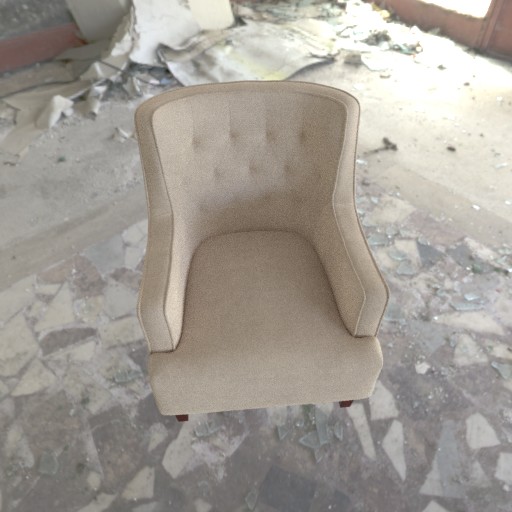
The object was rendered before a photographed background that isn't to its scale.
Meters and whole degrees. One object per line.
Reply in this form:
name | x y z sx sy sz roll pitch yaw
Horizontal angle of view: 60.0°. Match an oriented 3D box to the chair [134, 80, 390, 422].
chair | 0.000 0.000 1.622 0.781 0.920 0.910 -4 46 -3
